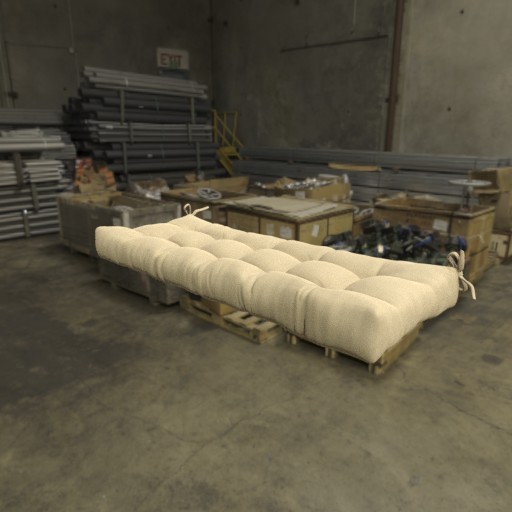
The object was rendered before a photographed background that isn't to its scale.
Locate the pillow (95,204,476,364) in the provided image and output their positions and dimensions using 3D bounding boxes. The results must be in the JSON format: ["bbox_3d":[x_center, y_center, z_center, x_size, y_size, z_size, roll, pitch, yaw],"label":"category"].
[{"bbox_3d":[0.000,0.000,1.374,1.194,0.174,0.511,15,21,42],"label":"pillow"}]
